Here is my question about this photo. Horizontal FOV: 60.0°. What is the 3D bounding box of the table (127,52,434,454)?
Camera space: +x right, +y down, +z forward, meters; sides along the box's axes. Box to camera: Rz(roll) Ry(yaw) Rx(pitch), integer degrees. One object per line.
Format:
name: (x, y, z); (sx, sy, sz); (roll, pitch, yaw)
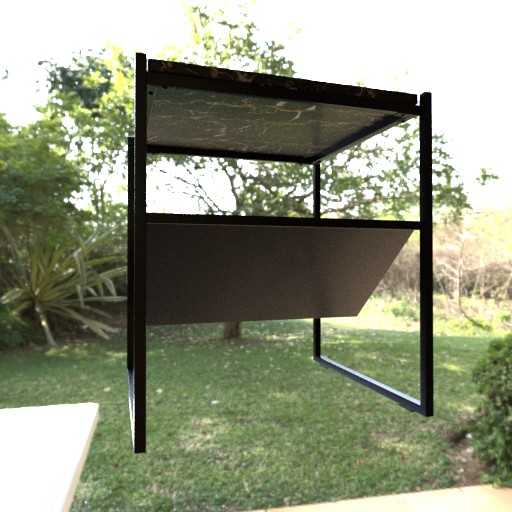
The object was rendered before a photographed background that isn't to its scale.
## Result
table: (0.000, 0.000, 0.857); (0.469, 0.534, 0.432); (0, -1, -17)
